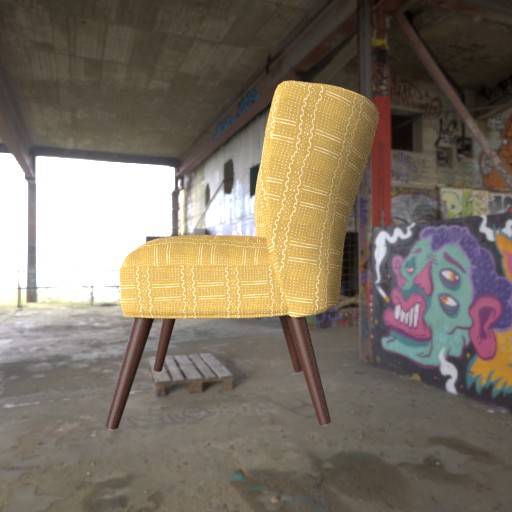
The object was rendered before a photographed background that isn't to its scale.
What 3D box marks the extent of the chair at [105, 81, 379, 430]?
[{"bbox_3d":[0.000,0.000,1.392,0.758,0.866,0.706,0,-1,-2],"label":"chair"}]
